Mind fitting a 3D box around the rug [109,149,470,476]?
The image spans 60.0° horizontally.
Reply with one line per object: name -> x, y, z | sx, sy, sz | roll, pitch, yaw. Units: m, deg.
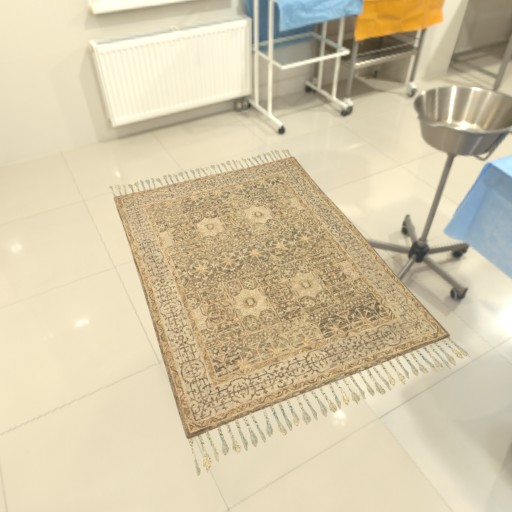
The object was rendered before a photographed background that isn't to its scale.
rug -> 0.000, 0.000, 3.063 | 1.619, 0.023, 2.465 | -16, 47, -16
